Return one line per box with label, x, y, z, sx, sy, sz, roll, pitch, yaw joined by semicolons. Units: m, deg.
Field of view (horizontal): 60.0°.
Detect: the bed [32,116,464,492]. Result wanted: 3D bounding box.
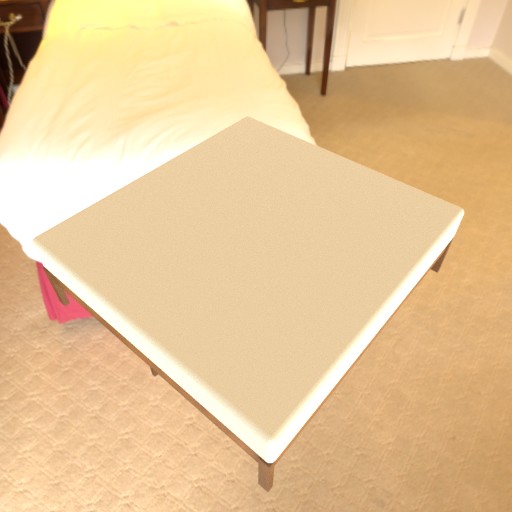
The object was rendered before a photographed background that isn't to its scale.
bed;0.000;0.000;3.043;1.930;0.616;2.049;32;53;27
